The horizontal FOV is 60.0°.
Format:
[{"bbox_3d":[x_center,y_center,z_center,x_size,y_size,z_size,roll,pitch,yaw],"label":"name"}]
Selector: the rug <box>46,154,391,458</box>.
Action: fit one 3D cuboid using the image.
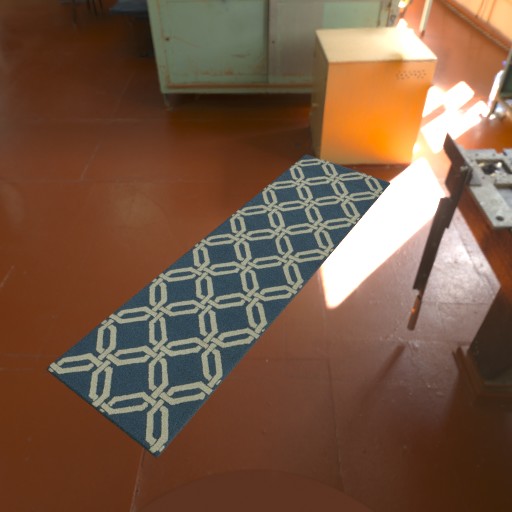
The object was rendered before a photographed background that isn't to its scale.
[{"bbox_3d":[0.000,0.000,2.501,0.678,0.014,2.276,25,48,25],"label":"rug"}]
